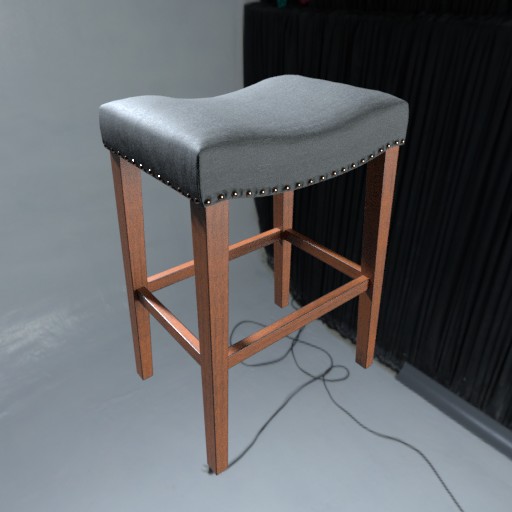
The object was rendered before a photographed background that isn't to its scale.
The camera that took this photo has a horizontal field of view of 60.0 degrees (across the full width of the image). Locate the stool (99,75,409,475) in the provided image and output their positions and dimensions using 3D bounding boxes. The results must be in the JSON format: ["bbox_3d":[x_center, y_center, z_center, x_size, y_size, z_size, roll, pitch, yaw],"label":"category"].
[{"bbox_3d":[0.000,0.000,0.863,0.439,0.612,0.320,-23,38,-32],"label":"stool"}]
